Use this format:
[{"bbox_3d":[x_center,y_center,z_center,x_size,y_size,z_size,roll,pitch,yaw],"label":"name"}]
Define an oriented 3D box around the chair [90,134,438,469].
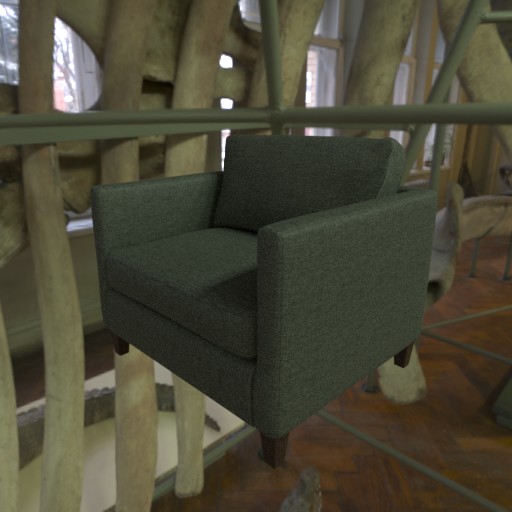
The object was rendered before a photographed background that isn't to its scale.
[{"bbox_3d":[0.000,0.000,1.842,0.959,0.963,1.107,-17,24,-42],"label":"chair"}]
